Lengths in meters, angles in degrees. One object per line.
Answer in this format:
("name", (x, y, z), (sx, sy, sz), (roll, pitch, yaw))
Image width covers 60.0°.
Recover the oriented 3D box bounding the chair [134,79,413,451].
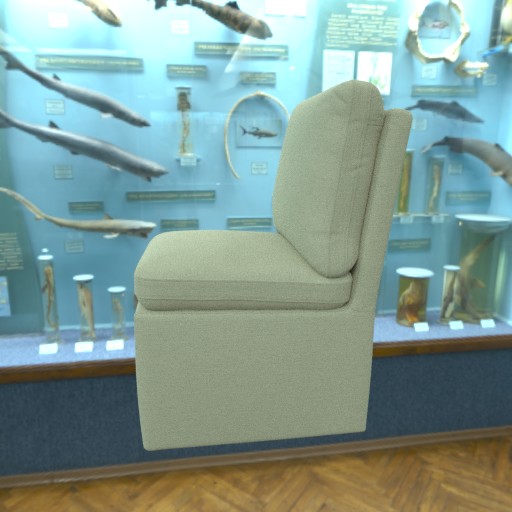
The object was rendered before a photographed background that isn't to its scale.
("chair", (0.000, 0.000, 1.316), (0.698, 0.927, 0.503), (-2, 13, -7))
